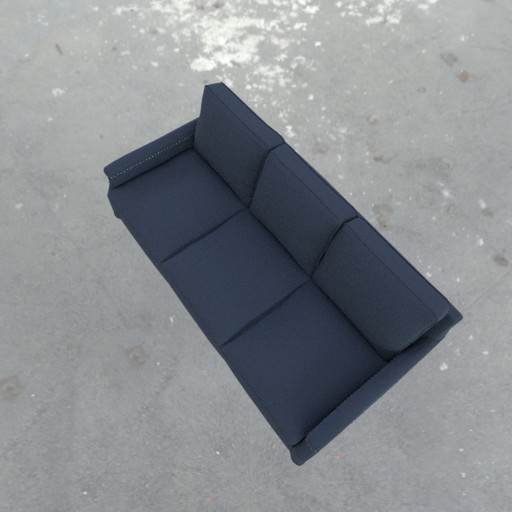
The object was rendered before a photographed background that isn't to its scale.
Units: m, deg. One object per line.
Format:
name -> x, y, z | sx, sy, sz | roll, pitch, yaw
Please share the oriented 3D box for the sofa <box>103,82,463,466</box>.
sofa -> 0.000, 0.000, 2.846 | 1.084, 1.003, 2.246 | -34, 67, -16
